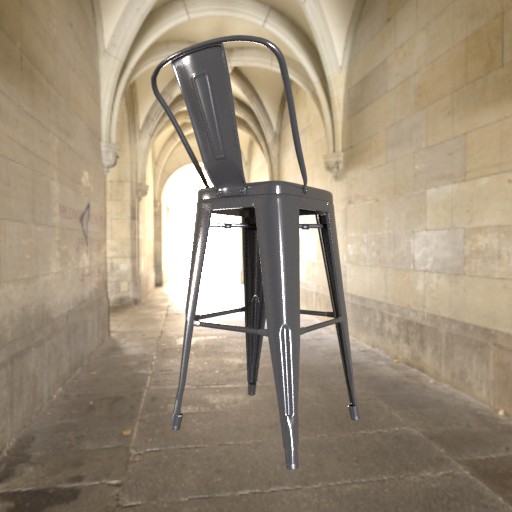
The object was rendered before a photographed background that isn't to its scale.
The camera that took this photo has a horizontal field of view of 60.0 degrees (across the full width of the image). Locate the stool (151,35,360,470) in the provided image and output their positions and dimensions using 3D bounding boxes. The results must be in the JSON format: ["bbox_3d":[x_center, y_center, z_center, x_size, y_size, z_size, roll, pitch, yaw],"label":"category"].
[{"bbox_3d":[0.000,0.000,1.282,0.432,1.022,0.528,1,1,36],"label":"stool"}]
